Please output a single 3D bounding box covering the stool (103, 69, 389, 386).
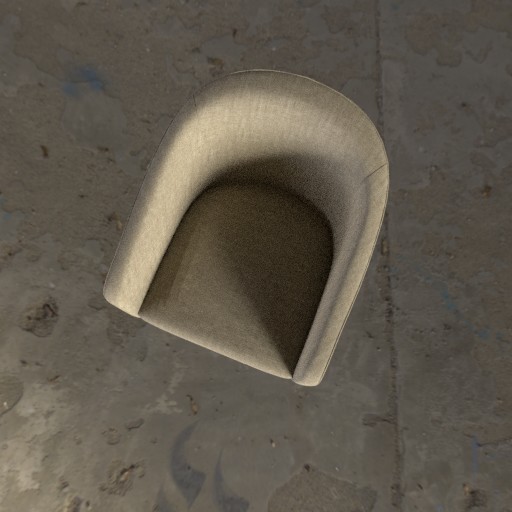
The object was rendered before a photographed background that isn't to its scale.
[{"bbox_3d":[0.000,0.000,1.384,0.559,0.952,0.635,21,76,6],"label":"stool"}]
